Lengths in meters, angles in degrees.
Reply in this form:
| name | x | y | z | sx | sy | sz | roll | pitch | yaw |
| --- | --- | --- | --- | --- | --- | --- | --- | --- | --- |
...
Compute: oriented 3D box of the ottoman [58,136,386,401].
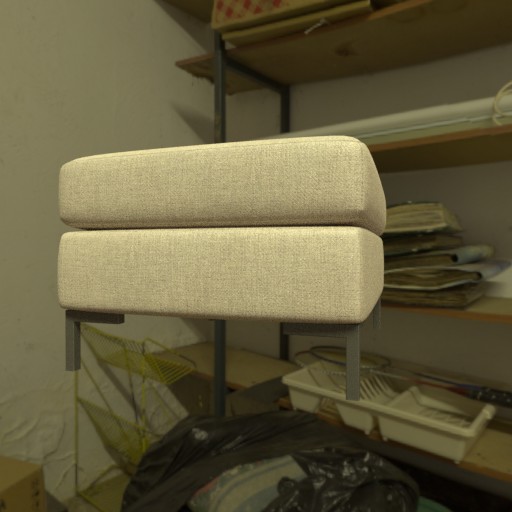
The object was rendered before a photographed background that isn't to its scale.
| name | x | y | z | sx | sy | sz | roll | pitch | yaw |
| --- | --- | --- | --- | --- | --- | --- | --- | --- | --- |
| ottoman | 0.000 | 0.000 | 1.220 | 0.671 | 0.490 | 0.820 | 0 | 1 | 18 |
